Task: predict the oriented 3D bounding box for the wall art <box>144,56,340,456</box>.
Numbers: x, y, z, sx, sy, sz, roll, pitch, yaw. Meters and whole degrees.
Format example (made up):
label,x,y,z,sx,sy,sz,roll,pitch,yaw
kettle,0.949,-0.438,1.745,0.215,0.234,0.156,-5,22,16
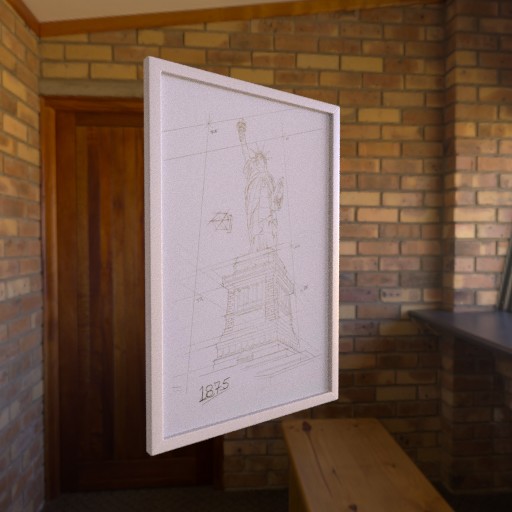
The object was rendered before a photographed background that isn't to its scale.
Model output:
label,x,y,z,sx,sy,sz,roll,pitch,yaw
wall art,0.000,0.000,1.561,0.808,1.183,0.038,-1,2,-37
